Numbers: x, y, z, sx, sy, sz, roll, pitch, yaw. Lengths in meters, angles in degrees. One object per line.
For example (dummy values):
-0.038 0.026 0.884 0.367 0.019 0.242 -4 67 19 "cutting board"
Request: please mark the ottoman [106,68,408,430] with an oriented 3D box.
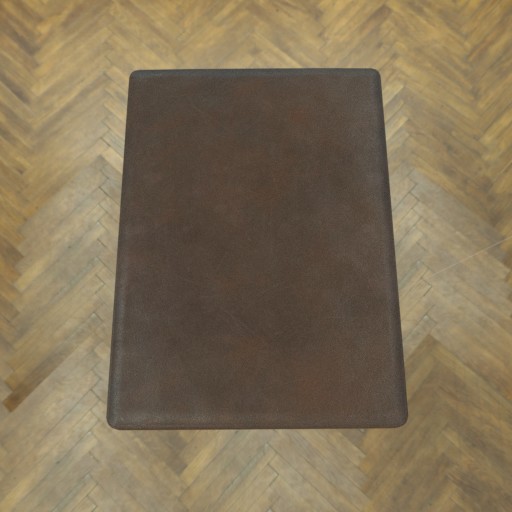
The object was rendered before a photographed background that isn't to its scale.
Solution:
0.000 0.000 1.149 0.588 0.509 0.795 0 77 0 "ottoman"
